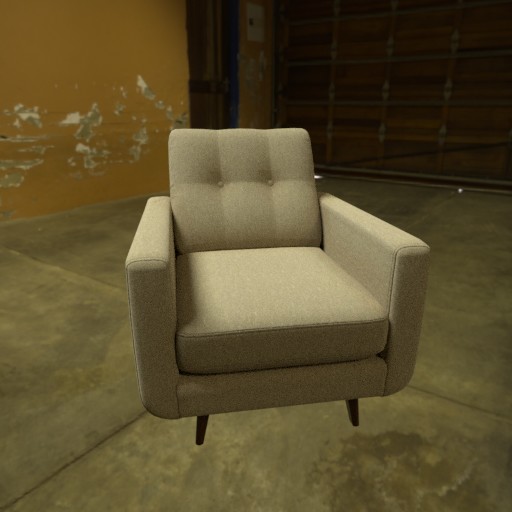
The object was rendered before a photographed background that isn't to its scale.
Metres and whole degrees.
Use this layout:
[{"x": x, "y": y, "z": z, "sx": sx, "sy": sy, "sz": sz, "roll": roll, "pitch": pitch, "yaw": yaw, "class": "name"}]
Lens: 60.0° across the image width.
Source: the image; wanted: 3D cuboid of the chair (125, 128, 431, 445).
[{"x": 0.000, "y": 0.000, "z": 1.791, "sx": 0.897, "sy": 0.965, "sz": 1.128, "roll": -3, "pitch": 18, "yaw": -9, "class": "chair"}]
